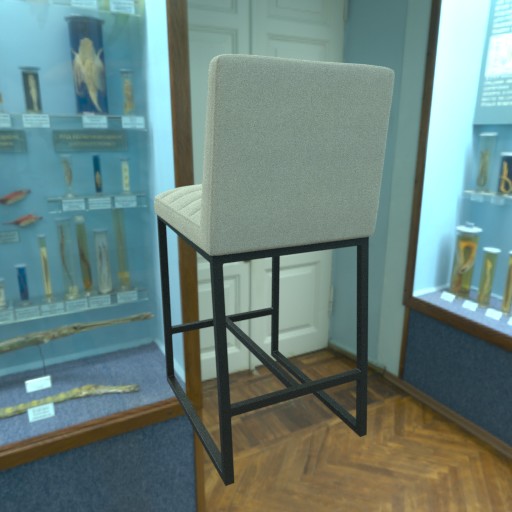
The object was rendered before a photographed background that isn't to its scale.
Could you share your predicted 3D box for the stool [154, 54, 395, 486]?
[{"bbox_3d":[0.000,0.000,1.274,0.459,0.971,0.567,-7,17,-25],"label":"stool"}]
